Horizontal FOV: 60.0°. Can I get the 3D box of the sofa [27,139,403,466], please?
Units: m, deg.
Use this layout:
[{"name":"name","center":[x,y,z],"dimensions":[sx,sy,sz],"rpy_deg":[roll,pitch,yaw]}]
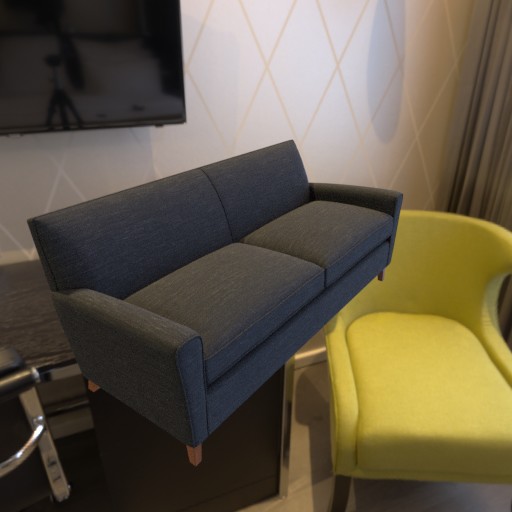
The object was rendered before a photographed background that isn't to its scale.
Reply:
[{"name":"sofa","center":[0.000,0.000,2.397],"dimensions":[0.875,0.846,1.976],"rpy_deg":[18,32,33]}]
